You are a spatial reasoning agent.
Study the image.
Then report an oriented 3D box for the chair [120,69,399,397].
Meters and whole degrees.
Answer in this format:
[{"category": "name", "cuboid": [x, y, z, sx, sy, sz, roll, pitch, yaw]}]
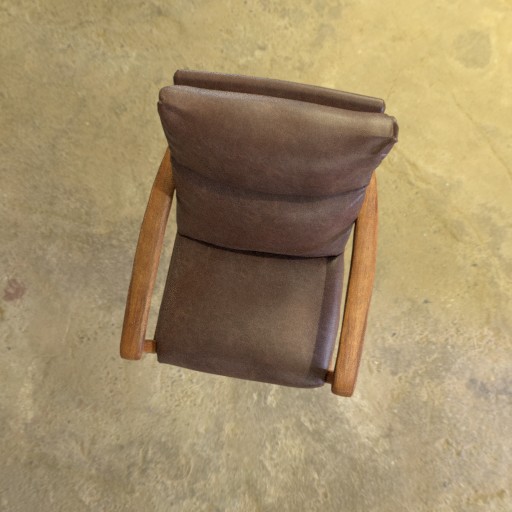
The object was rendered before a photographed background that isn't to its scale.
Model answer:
[{"category": "chair", "cuboid": [0.000, 0.000, 1.499, 0.782, 0.897, 0.830, 9, 78, 2]}]
